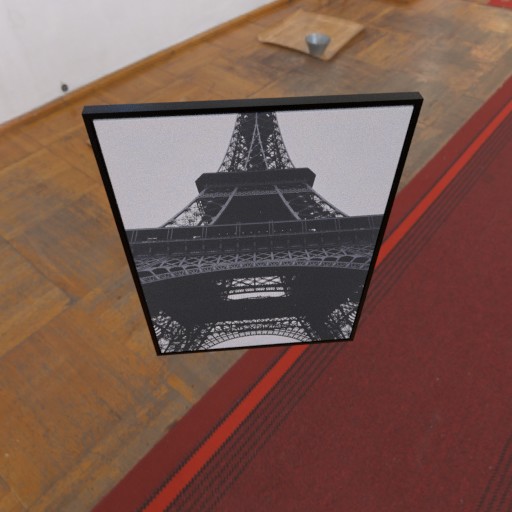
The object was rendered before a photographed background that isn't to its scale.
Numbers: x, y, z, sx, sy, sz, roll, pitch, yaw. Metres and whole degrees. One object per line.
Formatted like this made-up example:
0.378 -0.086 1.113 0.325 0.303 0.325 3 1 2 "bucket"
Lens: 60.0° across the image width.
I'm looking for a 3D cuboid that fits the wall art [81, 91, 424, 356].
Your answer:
0.000 0.000 1.436 0.805 1.062 0.040 -4 47 -3 "wall art"
